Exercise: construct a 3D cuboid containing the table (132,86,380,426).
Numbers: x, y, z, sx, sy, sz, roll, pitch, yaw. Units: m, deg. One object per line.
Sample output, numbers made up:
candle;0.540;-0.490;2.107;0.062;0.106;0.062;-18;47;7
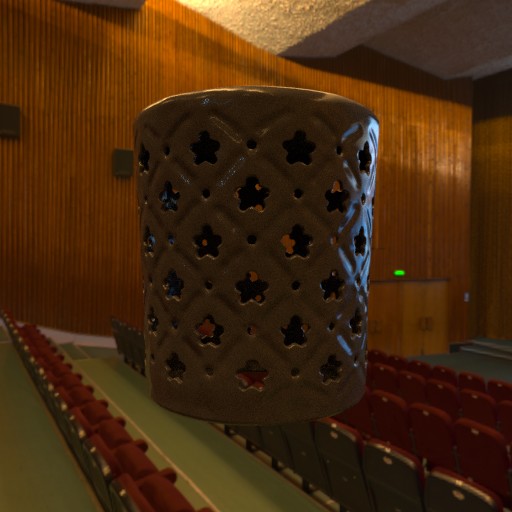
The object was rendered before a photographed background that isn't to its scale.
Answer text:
table;0.000;0.000;0.658;0.352;0.387;0.352;0;1;0
